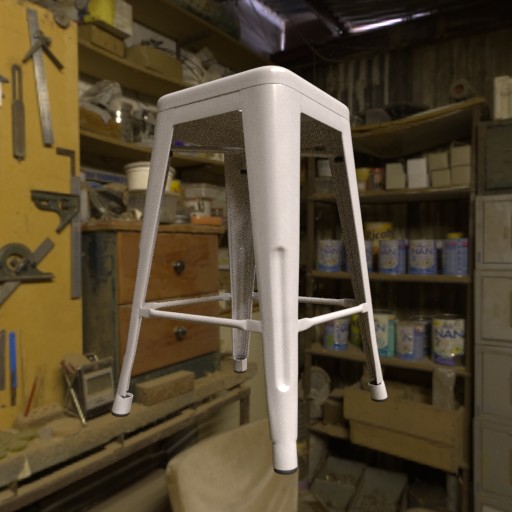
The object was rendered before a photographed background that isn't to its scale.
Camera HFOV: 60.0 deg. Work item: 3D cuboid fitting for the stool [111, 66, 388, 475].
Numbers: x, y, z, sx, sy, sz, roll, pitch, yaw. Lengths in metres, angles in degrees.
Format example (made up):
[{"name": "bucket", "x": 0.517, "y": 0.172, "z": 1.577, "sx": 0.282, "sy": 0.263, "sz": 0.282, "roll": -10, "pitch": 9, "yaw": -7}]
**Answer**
[{"name": "stool", "x": 0.000, "y": 0.000, "z": 0.889, "sx": 0.406, "sy": 0.610, "sz": 0.406, "roll": 1, "pitch": 1, "yaw": 36}]
